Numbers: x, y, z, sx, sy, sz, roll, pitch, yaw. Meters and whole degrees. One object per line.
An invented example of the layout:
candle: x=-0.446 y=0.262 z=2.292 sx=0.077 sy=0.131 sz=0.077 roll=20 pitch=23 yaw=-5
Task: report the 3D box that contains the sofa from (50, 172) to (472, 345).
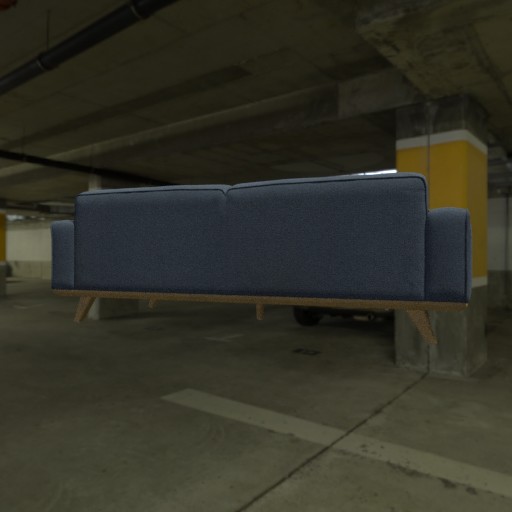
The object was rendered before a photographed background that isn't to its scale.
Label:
sofa: x=0.000 y=0.000 z=2.650 sx=2.270 sy=0.782 sz=0.953 roll=0 pitch=0 yaw=19
